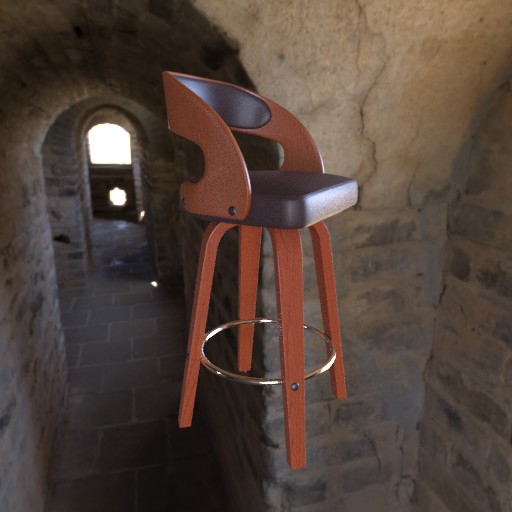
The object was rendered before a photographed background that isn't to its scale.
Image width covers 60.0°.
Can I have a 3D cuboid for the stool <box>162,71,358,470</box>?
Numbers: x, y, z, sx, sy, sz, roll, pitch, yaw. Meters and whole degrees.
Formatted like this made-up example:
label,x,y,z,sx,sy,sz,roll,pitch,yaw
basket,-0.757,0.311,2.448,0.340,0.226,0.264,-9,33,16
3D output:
label,x,y,z,sx,sy,sz,roll,pitch,yaw
stool,0.000,0.000,1.192,0.457,0.940,0.457,8,17,27
